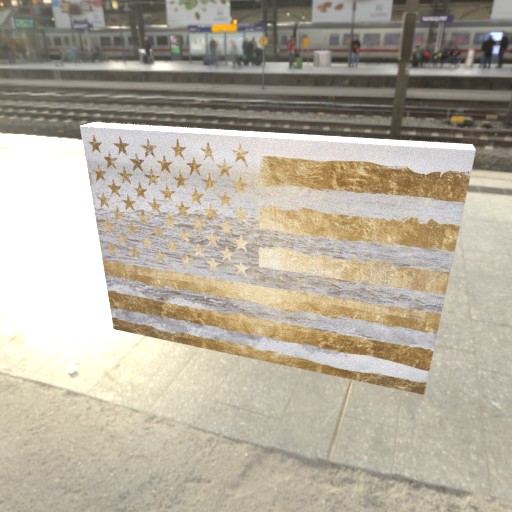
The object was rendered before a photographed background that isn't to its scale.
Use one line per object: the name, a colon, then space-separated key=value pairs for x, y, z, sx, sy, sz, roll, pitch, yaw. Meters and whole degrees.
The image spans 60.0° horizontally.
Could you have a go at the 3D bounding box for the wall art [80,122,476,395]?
wall art: x=0.000 y=0.000 z=0.757 sx=0.606 sy=0.407 sz=0.041 roll=8 pitch=27 yaw=16
